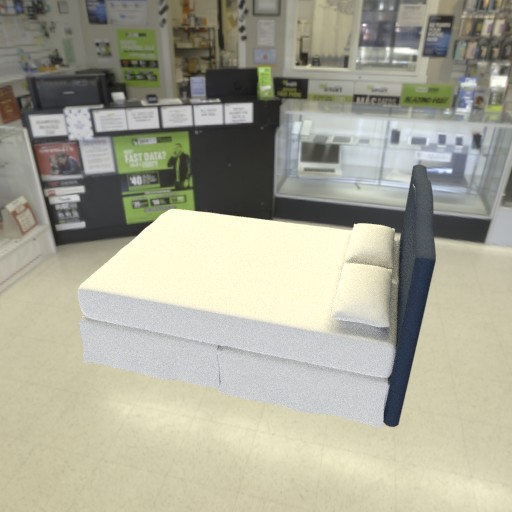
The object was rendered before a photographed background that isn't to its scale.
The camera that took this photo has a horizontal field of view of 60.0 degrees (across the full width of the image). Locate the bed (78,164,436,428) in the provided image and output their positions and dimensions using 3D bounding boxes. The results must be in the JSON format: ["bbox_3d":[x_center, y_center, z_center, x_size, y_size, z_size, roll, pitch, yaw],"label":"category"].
[{"bbox_3d":[0.000,0.000,3.670,2.507,1.441,1.741,8,30,14],"label":"bed"}]
